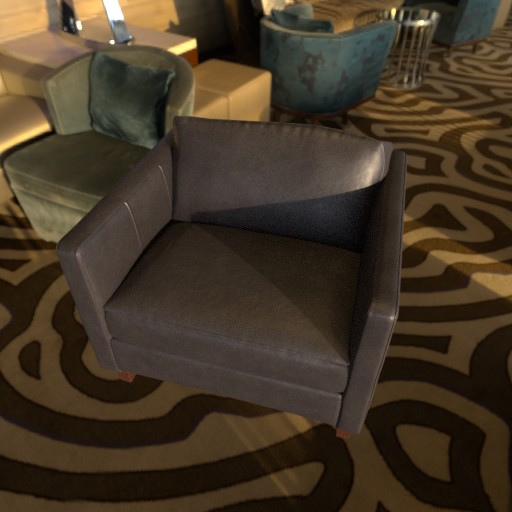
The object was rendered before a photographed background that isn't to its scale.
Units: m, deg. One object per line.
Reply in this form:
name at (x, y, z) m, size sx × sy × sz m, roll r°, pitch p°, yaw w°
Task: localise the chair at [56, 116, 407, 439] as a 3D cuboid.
chair at (0.000, 0.000, 1.589) m, size 0.939 × 0.811 × 0.862 m, roll 10°, pitch 42°, yaw 12°
